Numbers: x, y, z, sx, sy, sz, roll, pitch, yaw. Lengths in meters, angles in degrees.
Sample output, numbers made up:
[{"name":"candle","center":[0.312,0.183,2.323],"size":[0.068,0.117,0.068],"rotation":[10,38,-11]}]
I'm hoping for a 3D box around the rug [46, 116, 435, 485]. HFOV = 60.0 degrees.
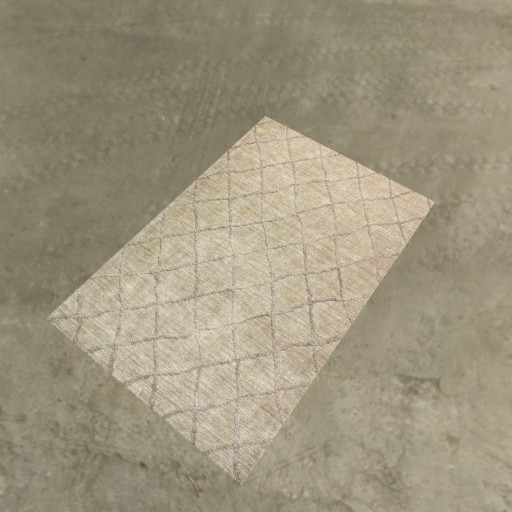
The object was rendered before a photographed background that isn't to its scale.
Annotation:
[{"name":"rug","center":[0.000,0.000,2.964],"size":[1.521,0.015,2.280],"rotation":[33,64,19]}]
